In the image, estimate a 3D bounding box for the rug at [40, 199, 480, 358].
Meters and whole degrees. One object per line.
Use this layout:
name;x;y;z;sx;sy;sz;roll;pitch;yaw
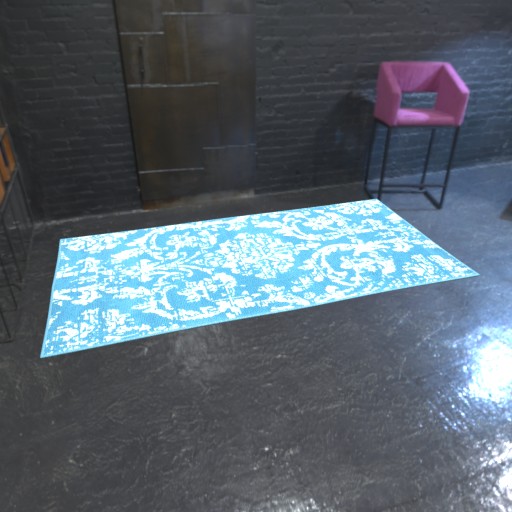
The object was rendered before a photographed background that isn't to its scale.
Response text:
rug;0.000;0.000;1.419;1.219;0.007;0.604;-9;31;-14
